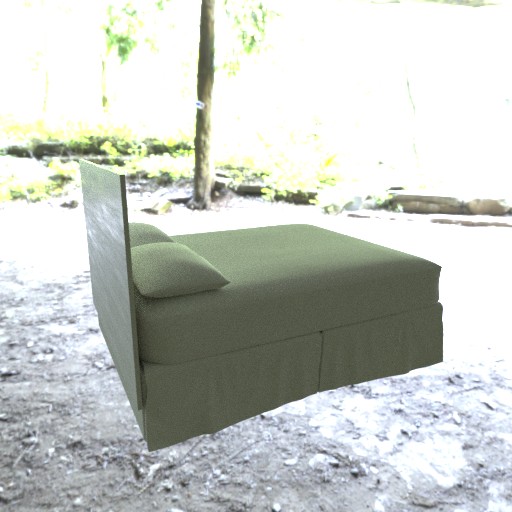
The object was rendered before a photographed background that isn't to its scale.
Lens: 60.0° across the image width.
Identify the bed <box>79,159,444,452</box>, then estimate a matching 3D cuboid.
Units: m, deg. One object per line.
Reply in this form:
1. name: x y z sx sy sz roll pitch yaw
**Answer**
1. bed: 0.000 0.000 3.163 2.094 1.335 1.745 -7 17 -26
